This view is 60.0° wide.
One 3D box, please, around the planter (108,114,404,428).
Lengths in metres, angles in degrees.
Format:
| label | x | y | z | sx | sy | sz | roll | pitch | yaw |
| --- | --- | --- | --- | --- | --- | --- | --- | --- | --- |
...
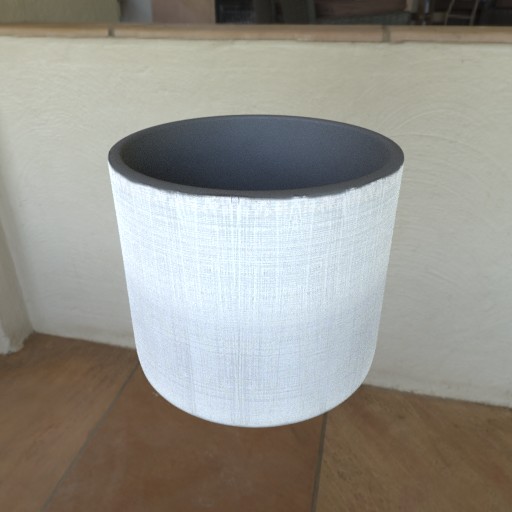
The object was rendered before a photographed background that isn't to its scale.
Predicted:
| label | x | y | z | sx | sy | sz | roll | pitch | yaw |
| --- | --- | --- | --- | --- | --- | --- | --- | --- | --- |
| planter | 0.000 | 0.000 | 0.392 | 0.226 | 0.201 | 0.226 | 0 | 29 | 0 |
